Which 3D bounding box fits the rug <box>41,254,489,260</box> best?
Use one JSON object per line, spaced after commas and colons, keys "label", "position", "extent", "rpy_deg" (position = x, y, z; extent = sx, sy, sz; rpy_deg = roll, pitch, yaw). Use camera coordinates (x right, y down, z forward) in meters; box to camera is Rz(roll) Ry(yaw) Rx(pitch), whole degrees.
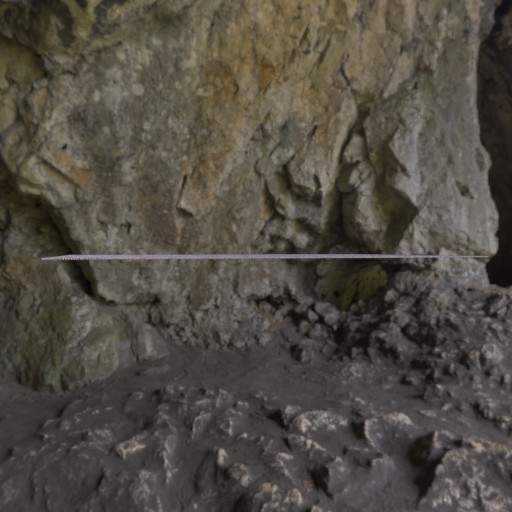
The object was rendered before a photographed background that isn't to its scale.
{"label": "rug", "position": [0.000, 0.000, 2.978], "extent": [2.427, 0.007, 1.515], "rpy_deg": [0, 1, -19]}
